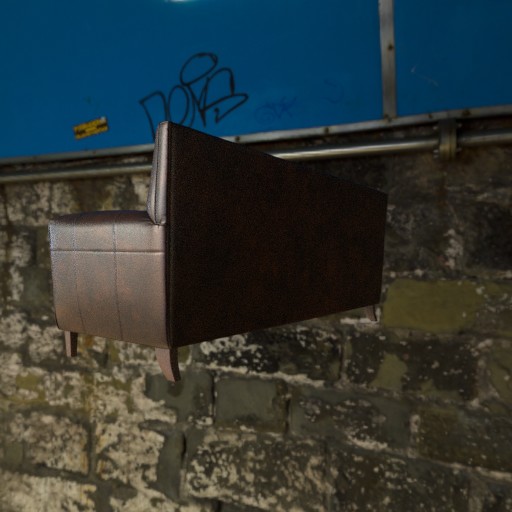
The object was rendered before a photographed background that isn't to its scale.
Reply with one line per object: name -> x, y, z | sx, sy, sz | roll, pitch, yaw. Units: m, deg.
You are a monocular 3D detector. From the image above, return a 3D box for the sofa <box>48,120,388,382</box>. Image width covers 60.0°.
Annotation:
sofa -> 0.000, 0.000, 2.453 | 0.786, 0.871, 1.995 | 0, -1, 36
